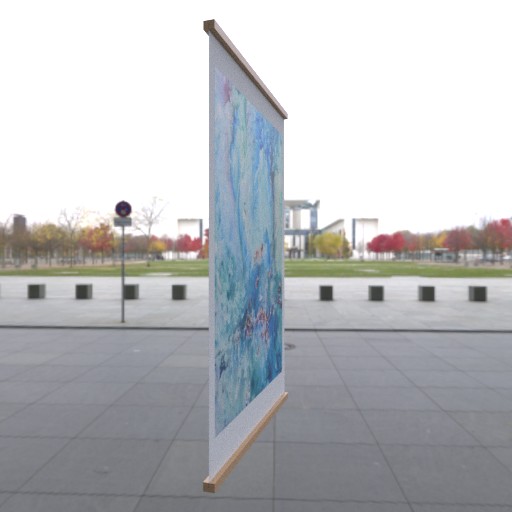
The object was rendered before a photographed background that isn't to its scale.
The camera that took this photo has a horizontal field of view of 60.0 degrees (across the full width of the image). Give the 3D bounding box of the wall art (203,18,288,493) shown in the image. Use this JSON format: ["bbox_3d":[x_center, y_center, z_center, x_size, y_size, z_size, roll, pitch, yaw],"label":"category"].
[{"bbox_3d":[0.000,0.000,0.764,0.016,0.611,0.401,0,0,18],"label":"wall art"}]
